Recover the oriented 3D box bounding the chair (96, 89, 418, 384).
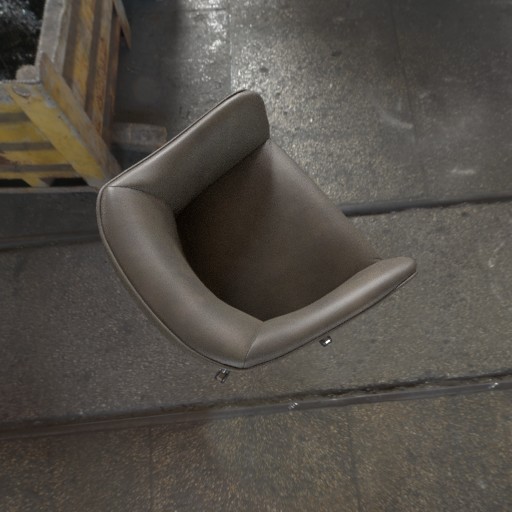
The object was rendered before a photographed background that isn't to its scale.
[{"bbox_3d":[0.000,0.000,1.361,0.689,0.827,0.713,-38,78,-10],"label":"chair"}]
